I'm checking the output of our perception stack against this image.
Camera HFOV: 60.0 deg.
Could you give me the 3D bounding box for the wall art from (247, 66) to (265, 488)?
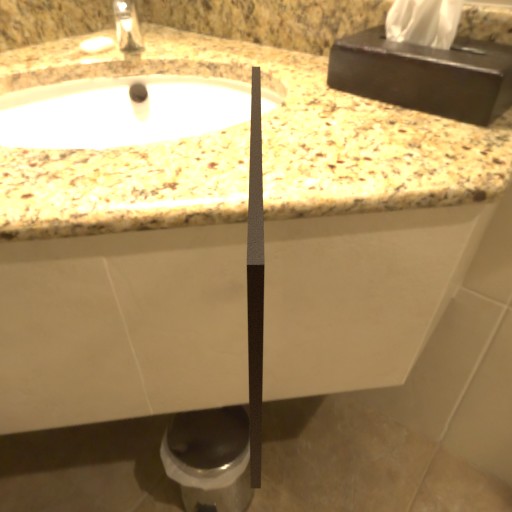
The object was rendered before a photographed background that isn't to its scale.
[{"bbox_3d":[0.000,0.000,1.594,0.034,0.952,1.207,0,40,0],"label":"wall art"}]
